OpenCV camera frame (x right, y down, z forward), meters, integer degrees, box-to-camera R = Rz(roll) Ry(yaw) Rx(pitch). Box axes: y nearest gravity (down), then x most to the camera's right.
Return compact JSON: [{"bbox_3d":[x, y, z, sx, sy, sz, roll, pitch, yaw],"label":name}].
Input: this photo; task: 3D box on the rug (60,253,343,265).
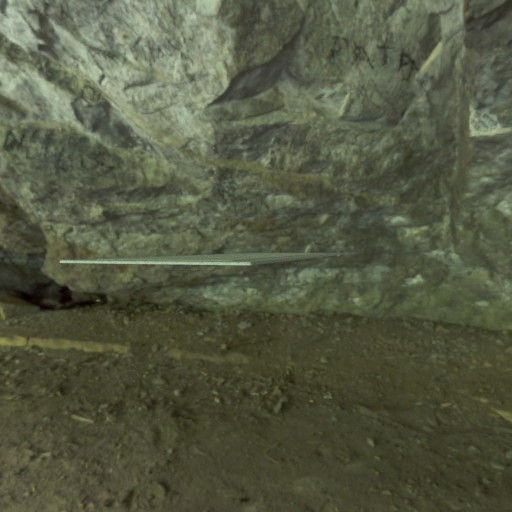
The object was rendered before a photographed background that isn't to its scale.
[{"bbox_3d":[0.000,0.000,2.691,0.759,0.012,2.430,0,1,18],"label":"rug"}]
